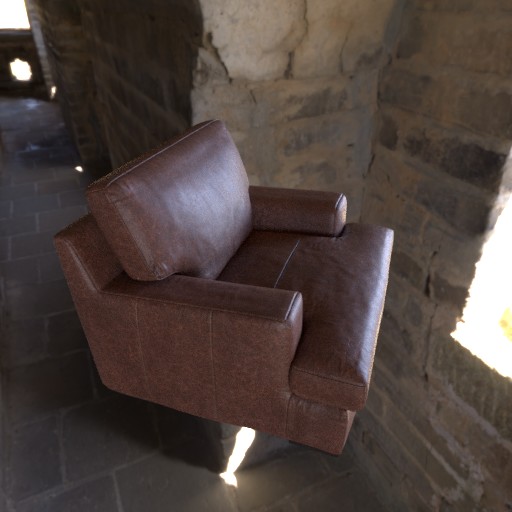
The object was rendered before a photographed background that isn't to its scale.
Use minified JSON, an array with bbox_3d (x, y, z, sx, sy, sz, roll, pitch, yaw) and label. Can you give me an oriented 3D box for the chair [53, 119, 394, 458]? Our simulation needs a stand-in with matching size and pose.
[{"bbox_3d":[0.000,0.000,1.970,1.143,0.939,1.168,10,32,16],"label":"chair"}]
